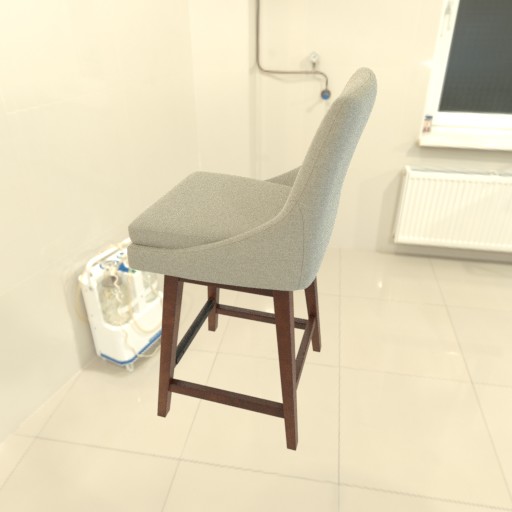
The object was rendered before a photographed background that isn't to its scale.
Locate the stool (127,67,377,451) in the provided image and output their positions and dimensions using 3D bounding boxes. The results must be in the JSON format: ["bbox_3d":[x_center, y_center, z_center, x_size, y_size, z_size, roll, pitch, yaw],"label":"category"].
[{"bbox_3d":[0.000,0.000,1.285,0.559,0.991,0.469,8,31,14],"label":"stool"}]
